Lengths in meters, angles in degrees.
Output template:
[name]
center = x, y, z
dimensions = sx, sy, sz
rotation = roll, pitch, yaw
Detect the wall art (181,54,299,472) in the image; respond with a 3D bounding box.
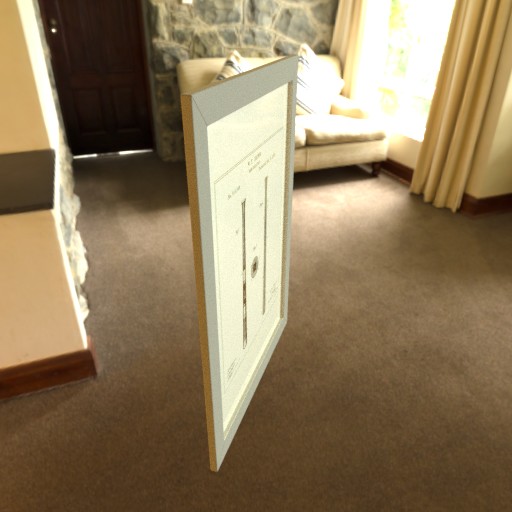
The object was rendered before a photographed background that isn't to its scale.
[wall art]
center = 0.000, 0.000, 0.675
dimensions = 0.012, 0.529, 0.374
rotation = 10, 31, 17
